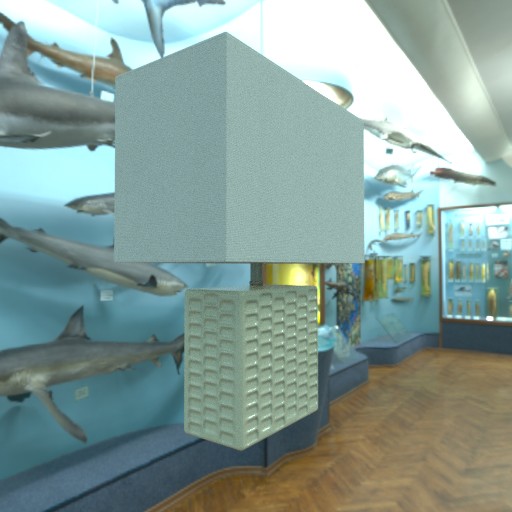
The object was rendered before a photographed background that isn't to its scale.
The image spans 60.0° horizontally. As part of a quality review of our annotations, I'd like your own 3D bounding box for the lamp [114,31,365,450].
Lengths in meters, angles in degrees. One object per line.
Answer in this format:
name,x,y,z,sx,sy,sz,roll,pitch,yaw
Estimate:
lamp,0.000,0.000,0.696,0.200,0.515,0.380,-1,-2,37
